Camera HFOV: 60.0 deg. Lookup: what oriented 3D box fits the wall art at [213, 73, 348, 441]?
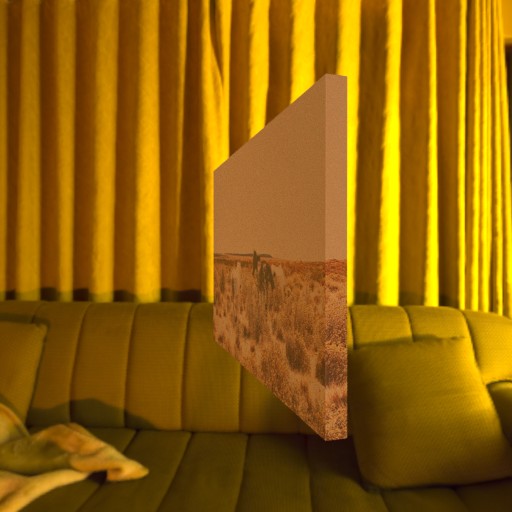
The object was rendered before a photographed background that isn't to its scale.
[{"bbox_3d":[0.000,0.000,1.468,0.051,0.761,1.138,0,0,-17],"label":"wall art"}]
